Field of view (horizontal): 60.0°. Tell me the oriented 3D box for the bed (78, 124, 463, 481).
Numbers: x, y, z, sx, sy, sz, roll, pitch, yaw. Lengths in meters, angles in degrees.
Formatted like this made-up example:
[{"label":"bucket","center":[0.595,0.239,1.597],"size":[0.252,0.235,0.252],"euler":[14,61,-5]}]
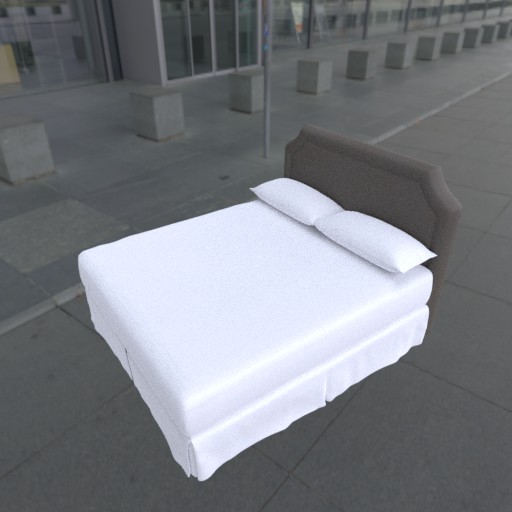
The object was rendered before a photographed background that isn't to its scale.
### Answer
[{"label":"bed","center":[0.000,0.000,3.829],"size":[2.536,1.561,2.194],"euler":[-20,37,-30]}]
